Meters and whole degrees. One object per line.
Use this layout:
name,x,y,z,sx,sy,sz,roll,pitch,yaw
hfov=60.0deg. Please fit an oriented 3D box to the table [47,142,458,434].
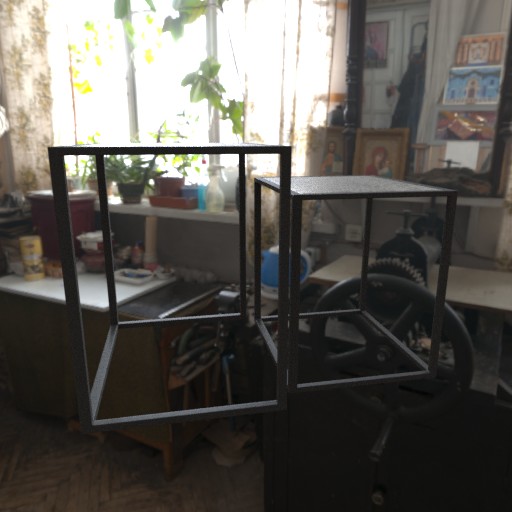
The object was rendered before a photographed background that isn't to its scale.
table,0.000,0.000,1.102,0.788,0.540,0.508,-3,15,-11
